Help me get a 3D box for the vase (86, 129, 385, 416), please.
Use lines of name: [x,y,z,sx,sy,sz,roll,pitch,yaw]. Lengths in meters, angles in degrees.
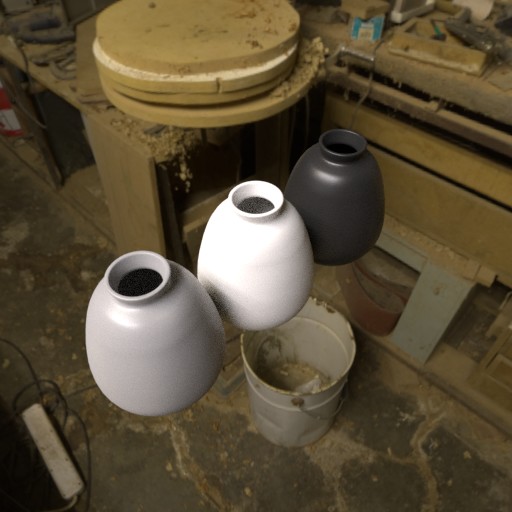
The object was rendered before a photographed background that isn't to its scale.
vase: [0.000,0.000,0.358,0.297,0.122,0.097,-36,57,-29]
